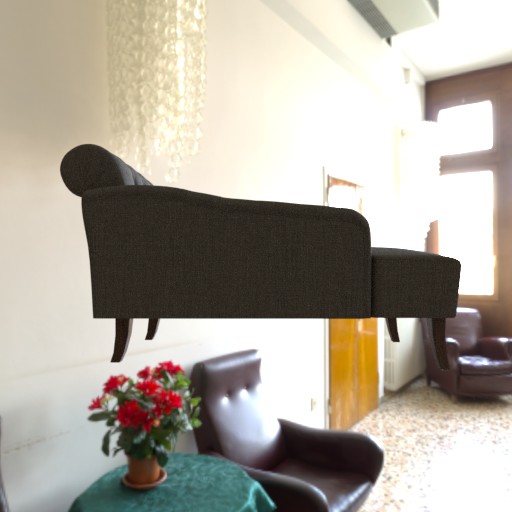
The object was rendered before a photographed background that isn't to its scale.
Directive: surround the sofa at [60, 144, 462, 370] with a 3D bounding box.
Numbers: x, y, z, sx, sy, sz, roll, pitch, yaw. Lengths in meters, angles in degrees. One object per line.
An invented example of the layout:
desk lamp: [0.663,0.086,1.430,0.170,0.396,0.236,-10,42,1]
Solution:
sofa: [0.000,0.000,1.801,1.379,0.787,0.675,0,-1,0]
